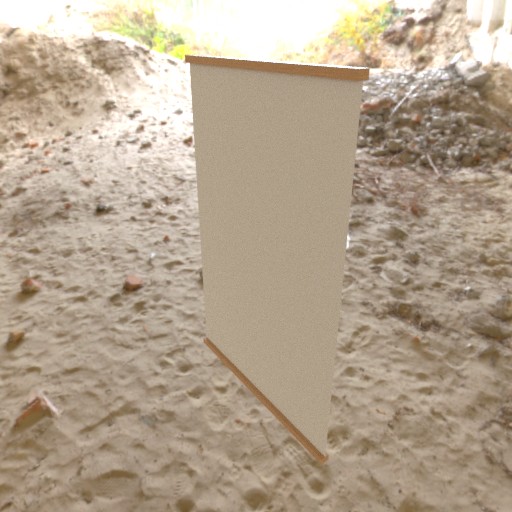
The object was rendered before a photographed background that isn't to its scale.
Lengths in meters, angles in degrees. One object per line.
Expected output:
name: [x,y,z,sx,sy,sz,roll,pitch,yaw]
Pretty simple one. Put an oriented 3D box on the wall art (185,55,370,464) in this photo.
wall art: [0.000,0.000,1.866,0.040,1.510,0.991,-18,32,-31]
